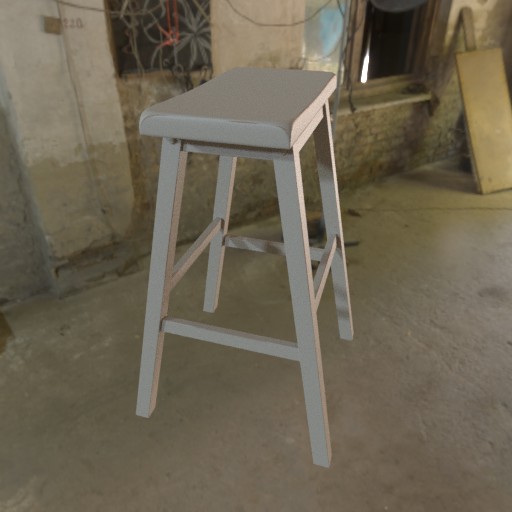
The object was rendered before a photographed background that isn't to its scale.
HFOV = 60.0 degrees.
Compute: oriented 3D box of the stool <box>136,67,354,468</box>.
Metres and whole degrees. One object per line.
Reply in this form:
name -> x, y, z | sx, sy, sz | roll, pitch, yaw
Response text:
stool -> 0.000, 0.000, 1.020 | 0.476, 0.737, 0.457 | 9, 33, 15
